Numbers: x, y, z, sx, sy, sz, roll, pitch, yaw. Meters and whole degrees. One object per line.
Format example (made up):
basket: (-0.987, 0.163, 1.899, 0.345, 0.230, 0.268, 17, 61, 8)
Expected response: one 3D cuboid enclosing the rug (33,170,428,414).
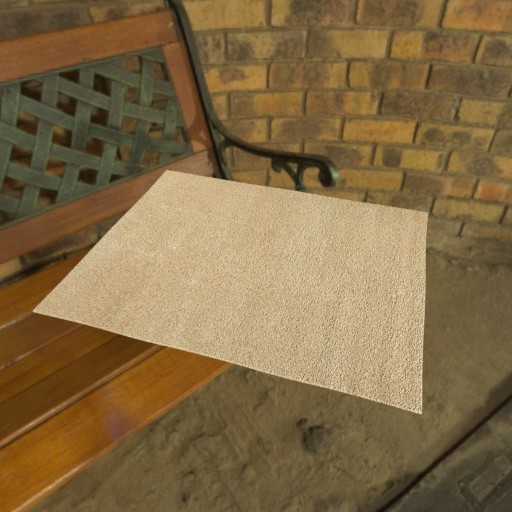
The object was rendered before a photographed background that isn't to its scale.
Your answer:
rug: (0.000, 0.000, 4.090, 3.000, 0.025, 2.400, 11, 41, 13)
